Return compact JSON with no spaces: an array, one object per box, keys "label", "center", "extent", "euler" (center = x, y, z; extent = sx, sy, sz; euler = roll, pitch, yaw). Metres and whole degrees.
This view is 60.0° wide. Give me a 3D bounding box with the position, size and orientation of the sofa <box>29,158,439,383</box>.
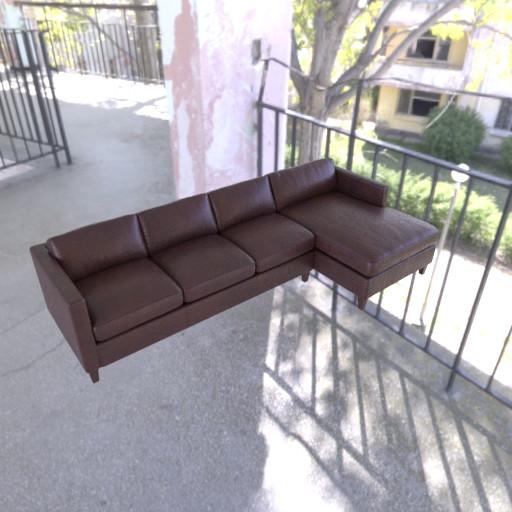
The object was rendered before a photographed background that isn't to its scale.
[{"label":"sofa","center":[0.000,0.000,3.862],"extent":[3.203,0.883,1.581],"euler":[-22,38,-32]}]
